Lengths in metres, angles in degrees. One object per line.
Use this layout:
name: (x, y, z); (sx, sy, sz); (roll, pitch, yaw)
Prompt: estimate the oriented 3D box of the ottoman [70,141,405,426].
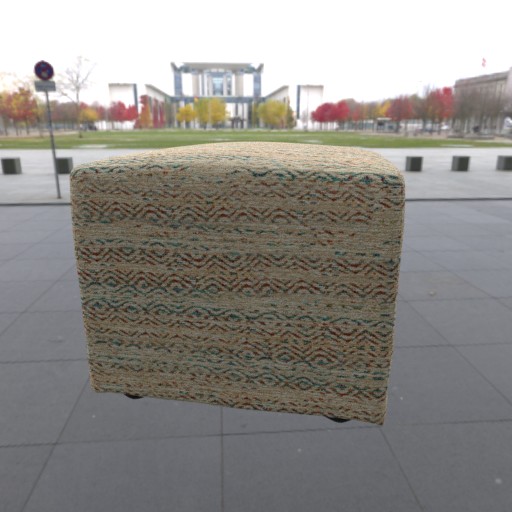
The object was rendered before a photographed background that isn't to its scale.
ottoman: (0.000, 0.000, 0.920); (0.512, 0.453, 0.521); (3, 17, 10)
